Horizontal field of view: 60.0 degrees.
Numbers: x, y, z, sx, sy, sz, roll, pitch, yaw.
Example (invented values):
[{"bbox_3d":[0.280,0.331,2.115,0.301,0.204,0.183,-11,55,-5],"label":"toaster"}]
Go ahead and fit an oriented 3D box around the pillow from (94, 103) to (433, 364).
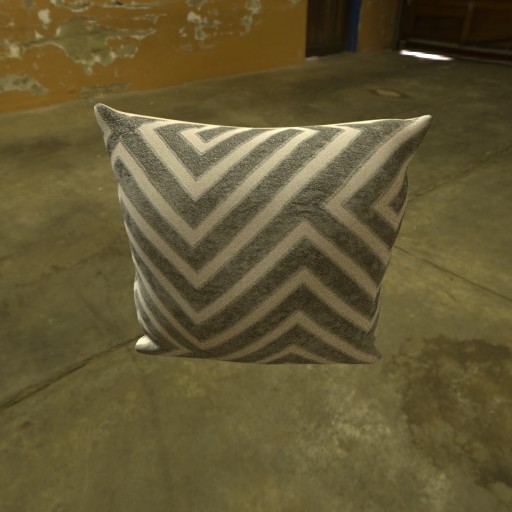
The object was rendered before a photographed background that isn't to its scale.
[{"bbox_3d":[0.000,0.000,0.671,0.440,0.441,0.182,2,32,3],"label":"pillow"}]
